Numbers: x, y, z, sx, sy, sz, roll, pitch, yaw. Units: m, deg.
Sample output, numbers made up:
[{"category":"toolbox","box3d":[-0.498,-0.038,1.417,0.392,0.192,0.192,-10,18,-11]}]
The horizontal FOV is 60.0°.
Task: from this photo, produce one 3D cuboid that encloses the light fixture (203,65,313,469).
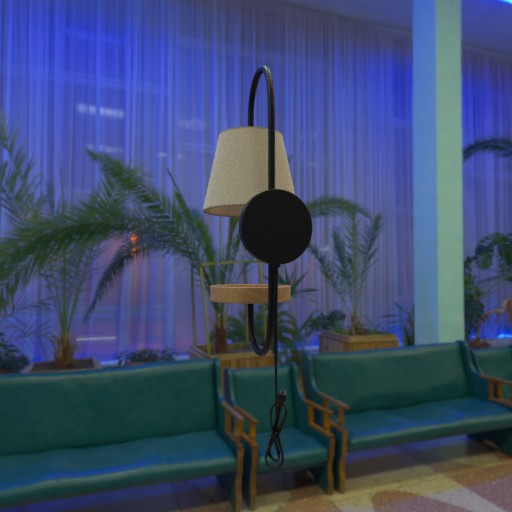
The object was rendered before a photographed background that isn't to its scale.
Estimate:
[{"category":"light fixture","box3d":[0.000,0.000,0.984,0.220,0.821,0.299,1,-2,-18]}]
